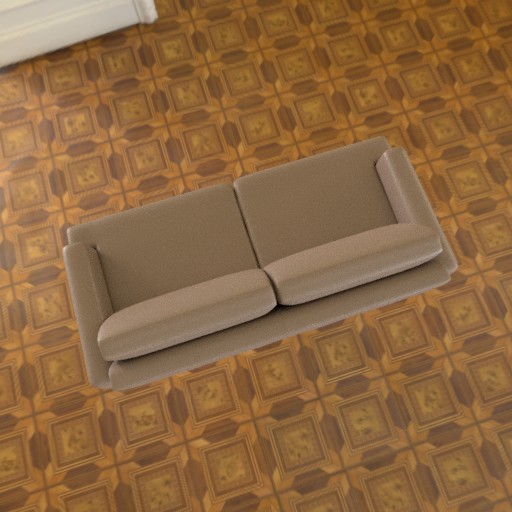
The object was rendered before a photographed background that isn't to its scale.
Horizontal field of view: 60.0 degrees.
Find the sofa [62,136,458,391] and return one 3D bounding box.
[{"bbox_3d":[0.000,0.000,2.417,1.940,0.765,0.974,-17,75,-5],"label":"sofa"}]
